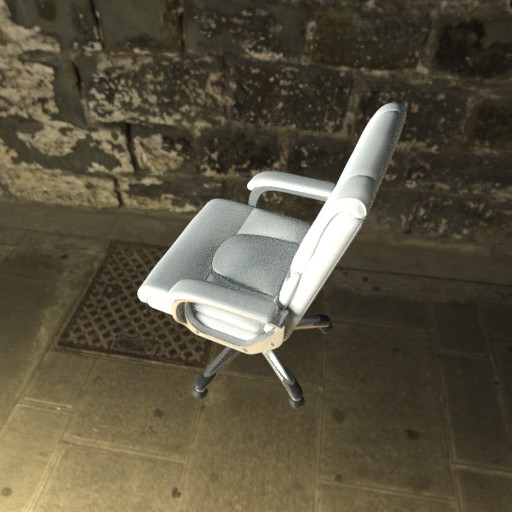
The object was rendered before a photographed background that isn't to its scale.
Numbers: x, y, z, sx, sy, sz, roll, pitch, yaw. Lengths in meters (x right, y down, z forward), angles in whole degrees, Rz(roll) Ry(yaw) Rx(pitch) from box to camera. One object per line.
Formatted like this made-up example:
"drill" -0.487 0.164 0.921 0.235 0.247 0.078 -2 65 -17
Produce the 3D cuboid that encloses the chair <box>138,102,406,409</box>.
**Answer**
"chair" 0.000 0.000 1.568 0.738 1.120 0.687 17 49 16
